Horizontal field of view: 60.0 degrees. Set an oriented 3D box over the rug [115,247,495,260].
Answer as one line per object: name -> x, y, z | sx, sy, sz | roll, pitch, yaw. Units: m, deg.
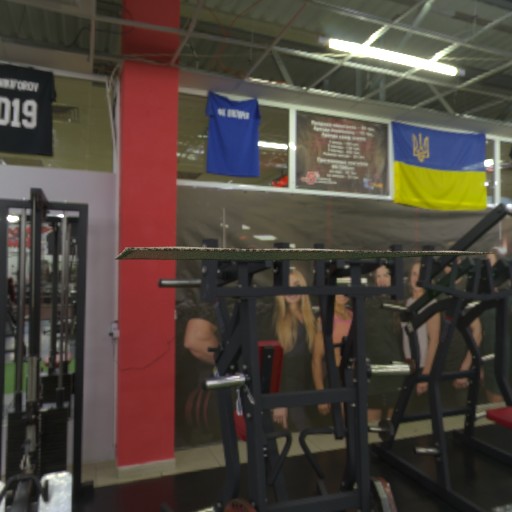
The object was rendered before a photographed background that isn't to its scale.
rug -> 0.000, 0.000, 4.062 | 2.426, 0.034, 3.061 | 0, -2, -19
